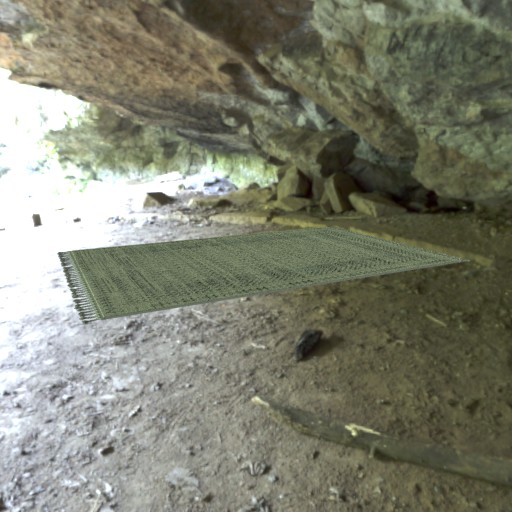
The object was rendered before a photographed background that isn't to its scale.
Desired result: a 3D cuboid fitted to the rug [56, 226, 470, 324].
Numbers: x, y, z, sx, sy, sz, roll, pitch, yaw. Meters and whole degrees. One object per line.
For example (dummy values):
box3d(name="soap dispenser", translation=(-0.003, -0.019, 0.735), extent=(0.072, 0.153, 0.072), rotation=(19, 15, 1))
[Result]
box3d(name="rug", translation=(0.000, 0.000, 3.104), extent=(2.486, 0.013, 1.548), rotation=(-7, 15, -26))
